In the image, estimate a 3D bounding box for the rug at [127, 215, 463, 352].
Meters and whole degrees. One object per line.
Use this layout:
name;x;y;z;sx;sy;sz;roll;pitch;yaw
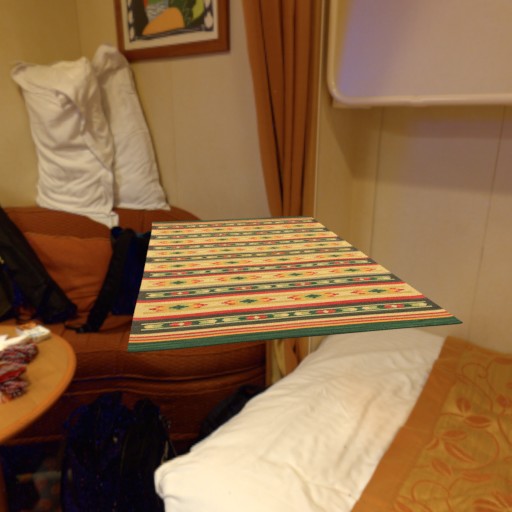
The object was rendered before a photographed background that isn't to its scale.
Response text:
rug;0.000;0.000;3.091;1.520;0.011;2.447;-3;17;-10
